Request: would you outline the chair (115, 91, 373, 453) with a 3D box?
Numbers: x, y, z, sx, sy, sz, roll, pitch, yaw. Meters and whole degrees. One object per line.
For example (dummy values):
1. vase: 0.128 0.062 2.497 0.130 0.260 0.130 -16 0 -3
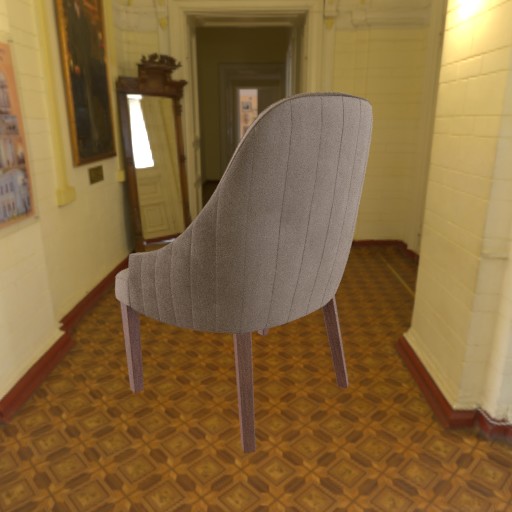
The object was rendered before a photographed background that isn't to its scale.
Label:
1. chair: 0.000 0.000 1.312 0.643 0.889 0.575 -15 23 -42
